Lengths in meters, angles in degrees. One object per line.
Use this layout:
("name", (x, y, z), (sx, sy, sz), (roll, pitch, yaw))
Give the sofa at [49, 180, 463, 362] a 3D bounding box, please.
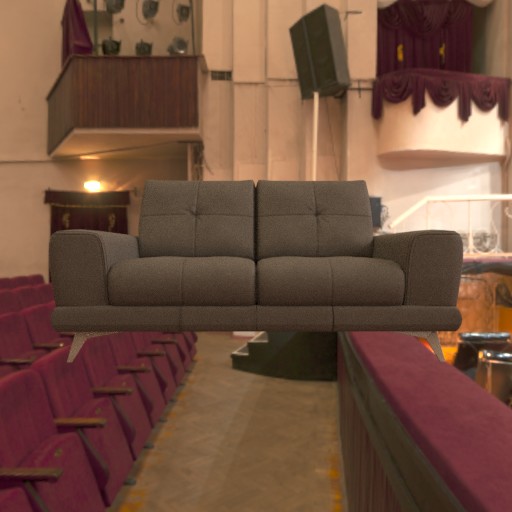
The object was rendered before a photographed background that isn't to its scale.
("sofa", (0.000, 0.000, 2.365), (1.806, 0.907, 1.018), (0, 1, 0))
